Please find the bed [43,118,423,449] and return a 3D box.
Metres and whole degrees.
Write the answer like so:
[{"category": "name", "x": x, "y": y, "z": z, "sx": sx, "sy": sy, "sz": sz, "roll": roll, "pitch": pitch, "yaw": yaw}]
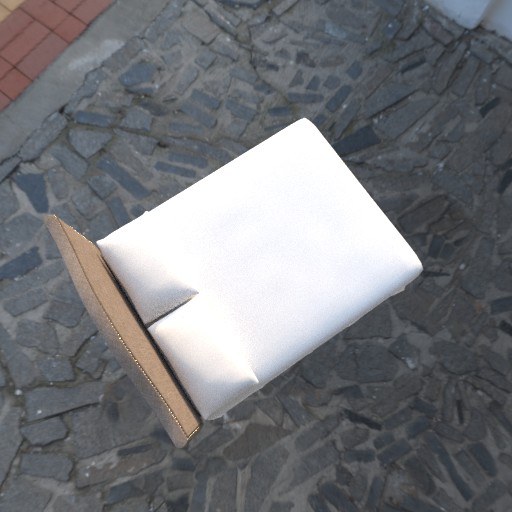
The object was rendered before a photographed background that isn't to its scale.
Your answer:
[{"category": "bed", "x": 0.000, "y": 0.000, "z": 3.310, "sx": 2.153, "sy": 1.518, "sz": 1.713, "roll": -33, "pitch": 78, "yaw": -8}]
